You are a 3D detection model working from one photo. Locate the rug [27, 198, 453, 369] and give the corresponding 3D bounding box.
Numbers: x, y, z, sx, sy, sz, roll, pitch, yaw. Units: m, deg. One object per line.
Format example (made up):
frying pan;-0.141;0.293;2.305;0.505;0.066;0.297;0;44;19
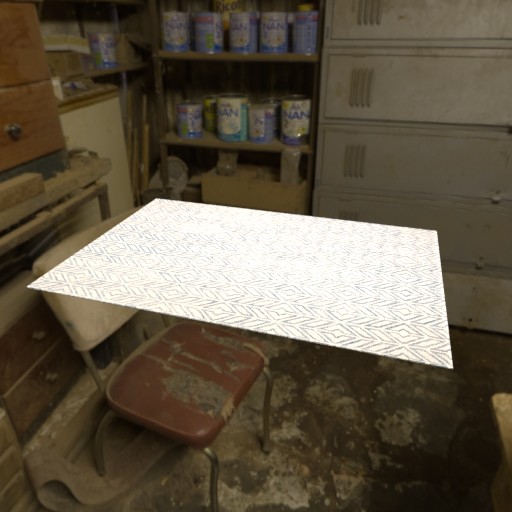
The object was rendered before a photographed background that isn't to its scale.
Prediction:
rug;0.000;0.000;2.307;1.824;0.008;1.220;8;29;15
